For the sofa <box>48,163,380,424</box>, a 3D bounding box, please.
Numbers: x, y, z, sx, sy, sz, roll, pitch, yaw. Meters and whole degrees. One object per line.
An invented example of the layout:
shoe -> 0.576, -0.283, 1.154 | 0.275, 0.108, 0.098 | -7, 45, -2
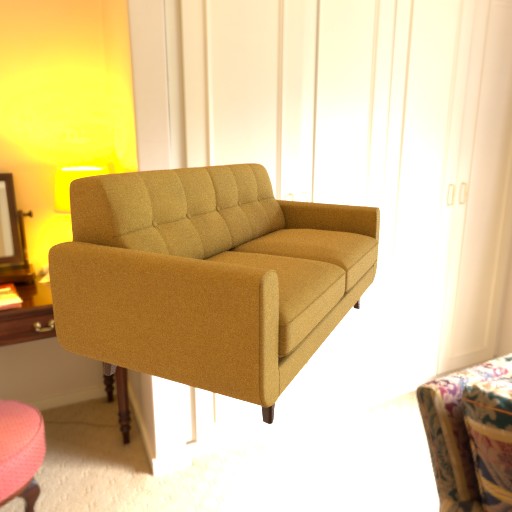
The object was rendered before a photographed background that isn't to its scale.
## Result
sofa -> 0.000, 0.000, 2.155 | 0.909, 0.841, 1.631 | 7, 16, 26
